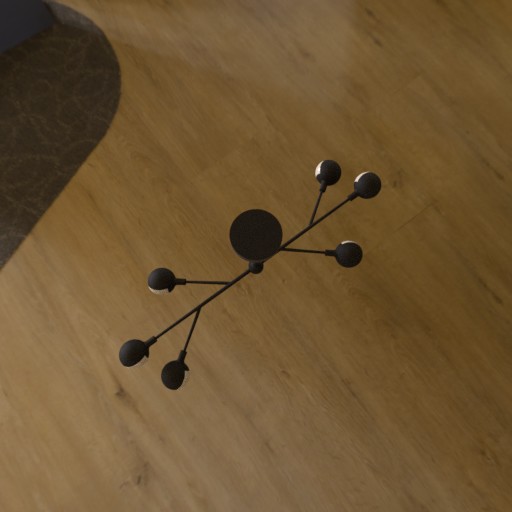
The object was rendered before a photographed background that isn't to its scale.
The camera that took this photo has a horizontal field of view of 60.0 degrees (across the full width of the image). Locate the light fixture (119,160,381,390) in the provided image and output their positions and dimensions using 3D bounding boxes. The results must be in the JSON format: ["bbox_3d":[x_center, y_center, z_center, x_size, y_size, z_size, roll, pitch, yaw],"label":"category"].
[{"bbox_3d":[0.000,0.000,1.015,0.778,0.362,0.434,-20,78,-5],"label":"light fixture"}]
